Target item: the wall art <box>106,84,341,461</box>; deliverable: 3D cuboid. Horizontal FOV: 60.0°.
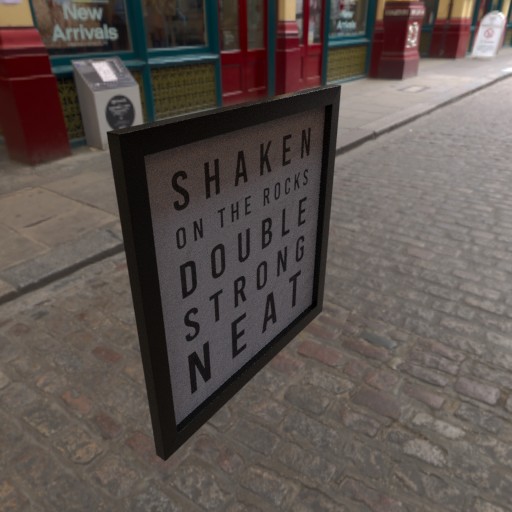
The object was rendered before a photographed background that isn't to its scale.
[{"bbox_3d":[0.000,0.000,0.525,0.014,0.349,0.349,19,33,32],"label":"wall art"}]
